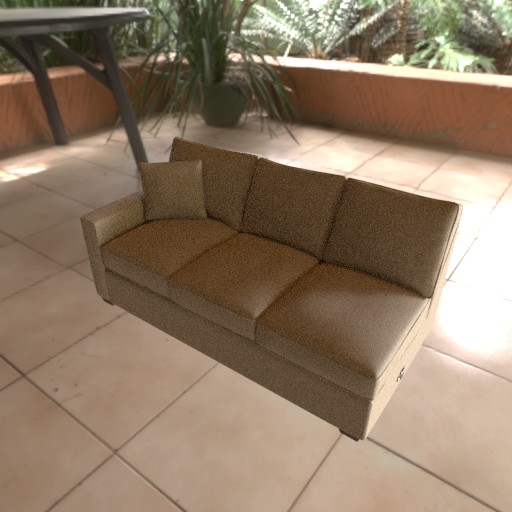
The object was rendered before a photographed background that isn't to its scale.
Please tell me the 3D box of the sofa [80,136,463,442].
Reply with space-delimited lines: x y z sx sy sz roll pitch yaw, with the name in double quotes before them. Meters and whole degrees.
"sofa" 0.000 0.000 2.615 1.962 0.946 1.034 21 37 30
